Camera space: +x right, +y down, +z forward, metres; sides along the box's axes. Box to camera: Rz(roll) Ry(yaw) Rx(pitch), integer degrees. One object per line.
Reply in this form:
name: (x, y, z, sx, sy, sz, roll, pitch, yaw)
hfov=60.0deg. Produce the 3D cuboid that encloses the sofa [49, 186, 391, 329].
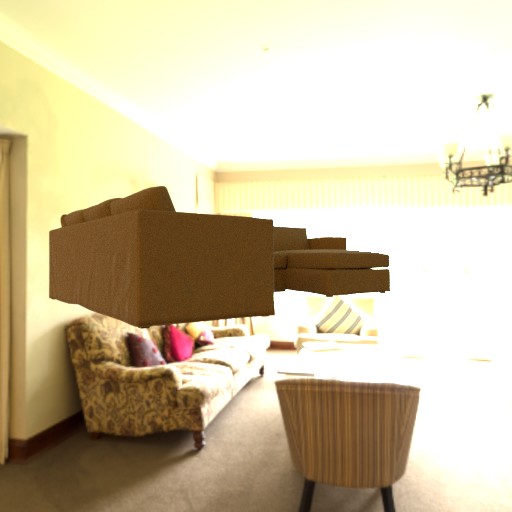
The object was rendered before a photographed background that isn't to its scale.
sofa: (0.000, 0.000, 4.540, 3.460, 0.882, 2.427, 0, 0, -36)
